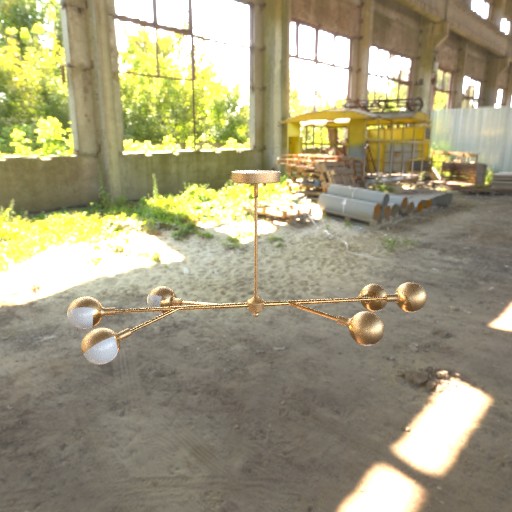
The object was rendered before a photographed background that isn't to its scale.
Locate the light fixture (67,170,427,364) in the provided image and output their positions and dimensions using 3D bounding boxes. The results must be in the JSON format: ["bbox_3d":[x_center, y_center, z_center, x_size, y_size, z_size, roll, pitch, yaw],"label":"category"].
[{"bbox_3d":[0.000,0.000,0.967,0.778,0.362,0.434,2,14,8],"label":"light fixture"}]
